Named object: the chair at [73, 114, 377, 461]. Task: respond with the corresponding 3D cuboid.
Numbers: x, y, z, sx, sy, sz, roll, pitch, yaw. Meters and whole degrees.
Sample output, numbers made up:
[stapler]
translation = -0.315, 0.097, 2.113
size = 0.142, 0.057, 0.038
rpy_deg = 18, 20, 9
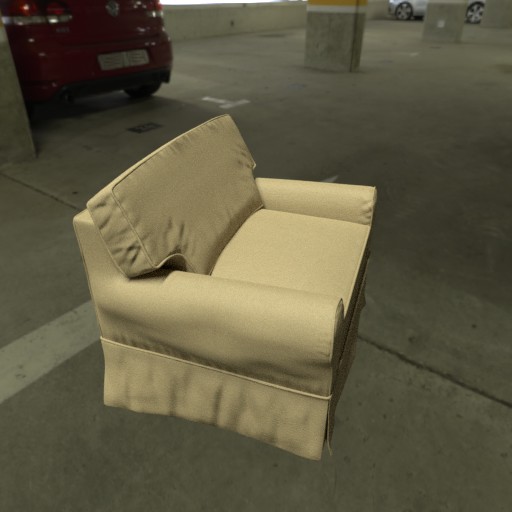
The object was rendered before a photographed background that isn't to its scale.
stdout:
[chair]
translation = 0.000, 0.000, 1.823
size = 0.903, 0.937, 1.096
rpy_deg = 10, 33, 17
